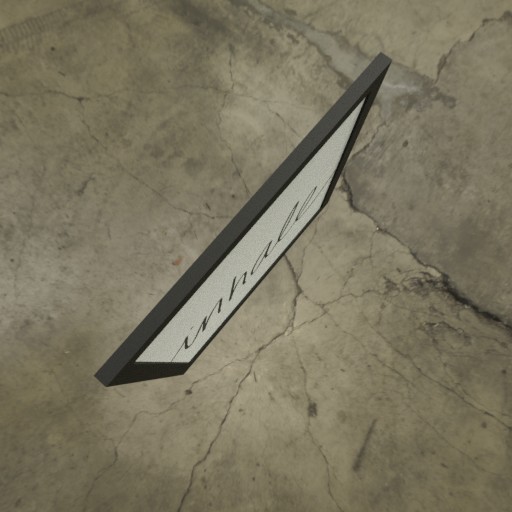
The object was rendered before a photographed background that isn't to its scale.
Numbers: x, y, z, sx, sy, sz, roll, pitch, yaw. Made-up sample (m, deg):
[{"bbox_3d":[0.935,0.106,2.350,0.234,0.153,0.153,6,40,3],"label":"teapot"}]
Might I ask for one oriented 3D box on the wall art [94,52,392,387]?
[{"bbox_3d":[0.000,0.000,0.527,0.013,0.356,0.356,39,80,9],"label":"wall art"}]
